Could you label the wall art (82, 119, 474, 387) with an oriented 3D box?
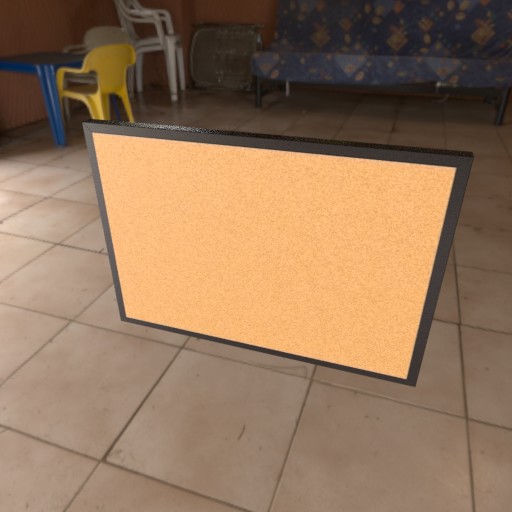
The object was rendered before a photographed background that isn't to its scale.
[{"bbox_3d":[0.000,0.000,0.841,0.657,0.458,0.027,9,32,16],"label":"wall art"}]
